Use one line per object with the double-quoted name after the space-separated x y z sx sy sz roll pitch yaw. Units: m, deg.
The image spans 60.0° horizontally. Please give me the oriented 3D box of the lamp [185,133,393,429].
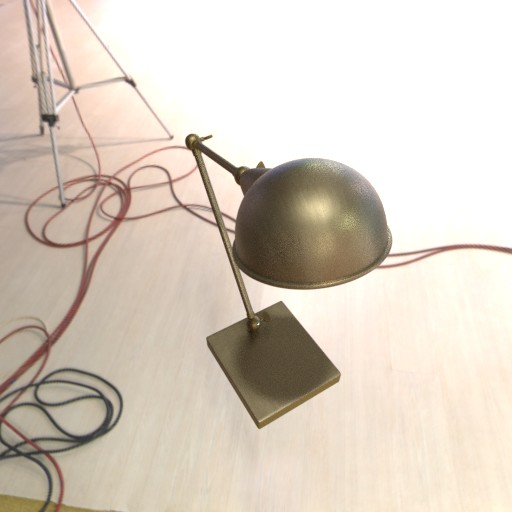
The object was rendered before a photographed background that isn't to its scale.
0.000 0.000 0.554 0.149 0.371 0.339 -24 51 -21 "lamp"
